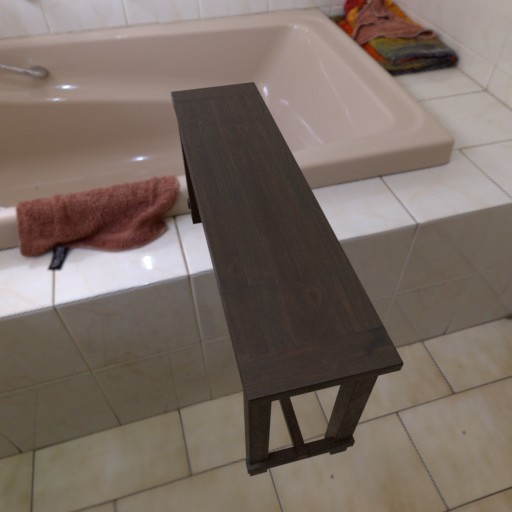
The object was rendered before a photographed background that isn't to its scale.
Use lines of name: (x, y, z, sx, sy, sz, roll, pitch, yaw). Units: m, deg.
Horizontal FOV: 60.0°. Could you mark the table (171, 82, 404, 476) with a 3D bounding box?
table: (0.000, 0.000, 1.911, 0.442, 0.762, 1.599, -10, 48, -10)
